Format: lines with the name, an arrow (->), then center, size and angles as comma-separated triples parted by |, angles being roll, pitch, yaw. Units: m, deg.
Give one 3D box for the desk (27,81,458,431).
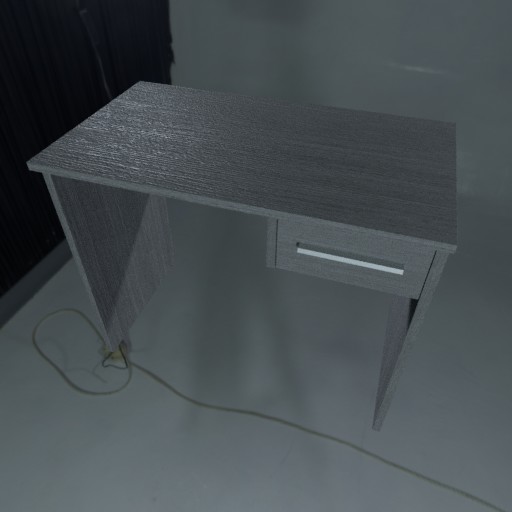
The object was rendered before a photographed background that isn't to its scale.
desk -> 0.000, 0.000, 1.282 | 0.893, 0.724, 0.498 | 12, 43, 13
